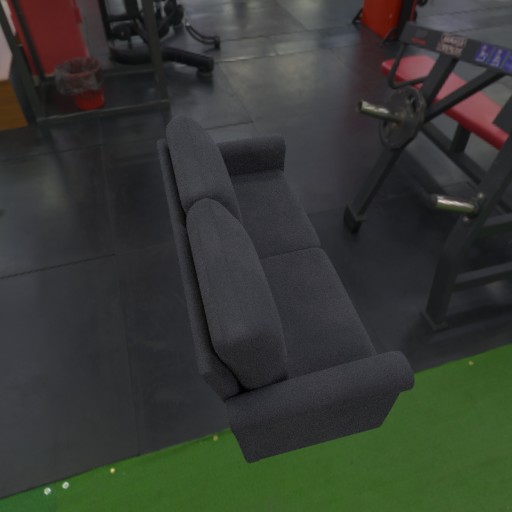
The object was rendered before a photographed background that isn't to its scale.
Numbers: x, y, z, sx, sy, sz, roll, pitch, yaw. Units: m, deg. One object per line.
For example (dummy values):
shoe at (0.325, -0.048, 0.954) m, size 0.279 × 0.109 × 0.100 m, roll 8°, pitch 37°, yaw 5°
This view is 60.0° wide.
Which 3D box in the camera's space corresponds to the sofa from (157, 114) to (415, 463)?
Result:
sofa at (0.000, 0.000, 2.450) m, size 0.842 × 0.942 × 1.935 m, roll -11°, pitch 47°, yaw -10°
